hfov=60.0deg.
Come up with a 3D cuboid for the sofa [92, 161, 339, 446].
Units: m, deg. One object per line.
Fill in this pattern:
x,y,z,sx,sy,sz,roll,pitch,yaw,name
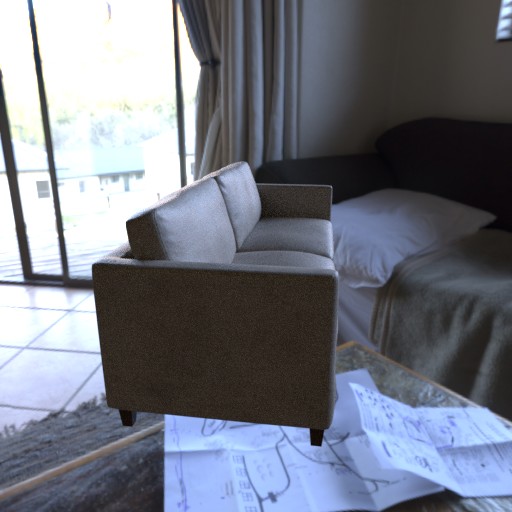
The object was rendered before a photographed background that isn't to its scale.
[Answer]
0.000,0.000,2.683,0.951,0.965,2.208,3,17,8,sofa
